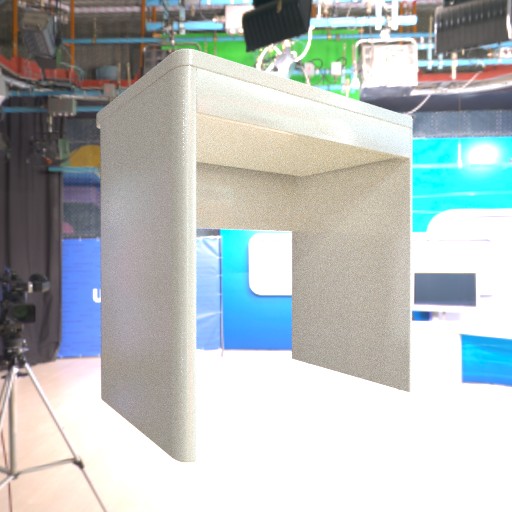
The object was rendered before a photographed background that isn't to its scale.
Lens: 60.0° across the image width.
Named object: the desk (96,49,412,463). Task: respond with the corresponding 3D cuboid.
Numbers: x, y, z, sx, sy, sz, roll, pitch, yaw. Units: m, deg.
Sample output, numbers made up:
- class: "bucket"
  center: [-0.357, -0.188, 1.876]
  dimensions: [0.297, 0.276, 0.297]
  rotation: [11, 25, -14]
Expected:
- class: "desk"
  center: [0.000, 0.000, 1.284]
  dimensions: [0.762, 0.800, 0.549]
  rotation: [0, 1, -37]
